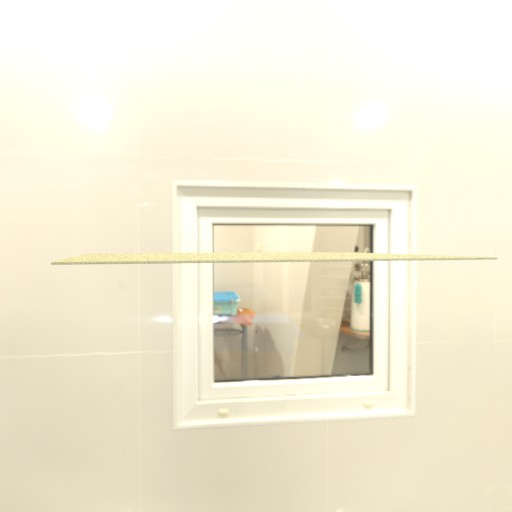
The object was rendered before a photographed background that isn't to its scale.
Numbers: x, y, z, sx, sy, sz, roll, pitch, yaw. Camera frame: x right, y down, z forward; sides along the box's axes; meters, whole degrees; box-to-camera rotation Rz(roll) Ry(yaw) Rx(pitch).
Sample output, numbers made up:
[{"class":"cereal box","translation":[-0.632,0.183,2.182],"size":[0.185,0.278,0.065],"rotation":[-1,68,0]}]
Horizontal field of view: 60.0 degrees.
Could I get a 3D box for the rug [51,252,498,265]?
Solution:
[{"class":"rug","translation":[0.000,0.000,4.168],"size":[3.204,0.016,2.452],"rotation":[0,2,-16]}]
